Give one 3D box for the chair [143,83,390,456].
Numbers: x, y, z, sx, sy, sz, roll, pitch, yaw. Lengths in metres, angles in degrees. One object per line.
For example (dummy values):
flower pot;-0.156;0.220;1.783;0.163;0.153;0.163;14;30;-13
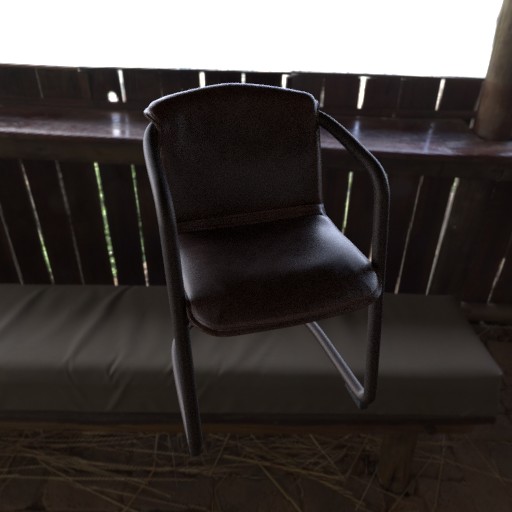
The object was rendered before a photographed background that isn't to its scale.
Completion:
chair;0.000;0.000;1.243;0.536;0.836;0.664;-9;32;-15
